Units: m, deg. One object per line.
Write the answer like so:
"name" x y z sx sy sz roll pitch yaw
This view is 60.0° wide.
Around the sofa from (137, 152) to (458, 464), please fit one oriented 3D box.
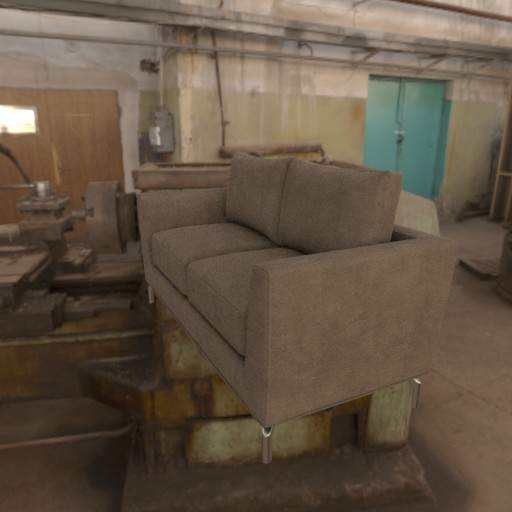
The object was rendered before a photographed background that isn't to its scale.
"sofa" 0.000 0.000 2.364 0.855 1.013 1.832 -8 18 -26
